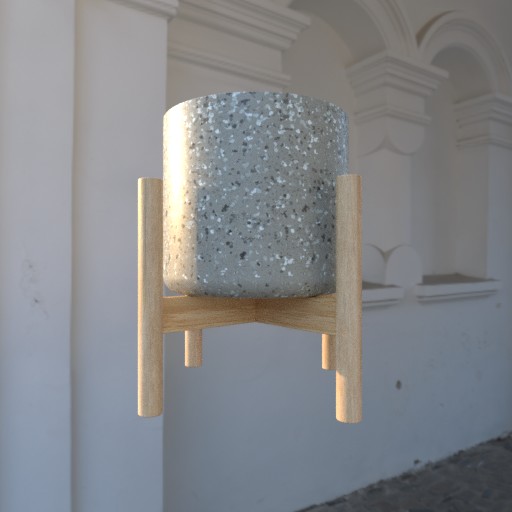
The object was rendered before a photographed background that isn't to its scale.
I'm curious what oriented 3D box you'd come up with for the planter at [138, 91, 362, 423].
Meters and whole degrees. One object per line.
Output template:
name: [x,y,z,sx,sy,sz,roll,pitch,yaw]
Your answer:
planter: [0.000,0.000,0.542,0.284,0.320,0.284,0,0,-18]
